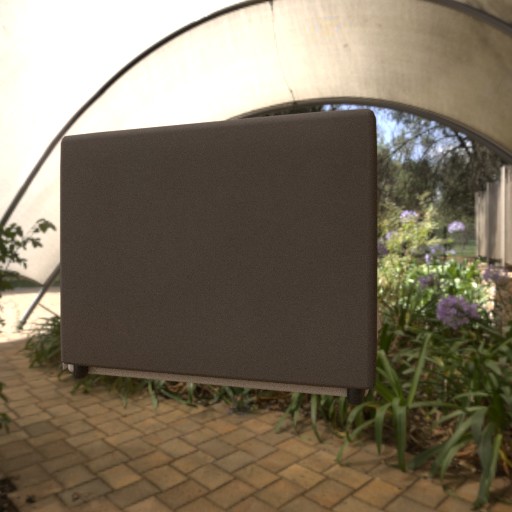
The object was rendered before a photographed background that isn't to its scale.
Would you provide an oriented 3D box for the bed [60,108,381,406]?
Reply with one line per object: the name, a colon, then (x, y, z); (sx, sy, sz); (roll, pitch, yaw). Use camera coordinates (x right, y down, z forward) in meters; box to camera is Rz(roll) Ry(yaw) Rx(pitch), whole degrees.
bed: (0.000, 0.000, 3.173); (1.723, 1.330, 2.142); (0, 0, 17)
